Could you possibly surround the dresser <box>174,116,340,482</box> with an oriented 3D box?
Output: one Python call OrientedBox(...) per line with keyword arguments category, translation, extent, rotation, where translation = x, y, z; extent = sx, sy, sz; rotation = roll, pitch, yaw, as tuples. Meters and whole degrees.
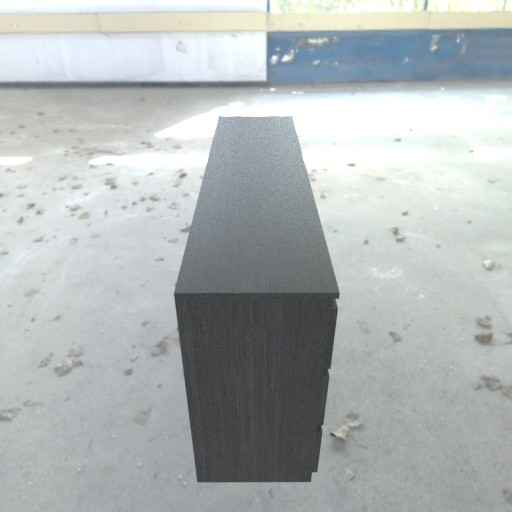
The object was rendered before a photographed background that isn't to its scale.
OrientedBox(category="dresser", translation=(0.000, 0.000, 1.949), extent=(0.400, 0.795, 1.590), rotation=(0, 32, 0))
